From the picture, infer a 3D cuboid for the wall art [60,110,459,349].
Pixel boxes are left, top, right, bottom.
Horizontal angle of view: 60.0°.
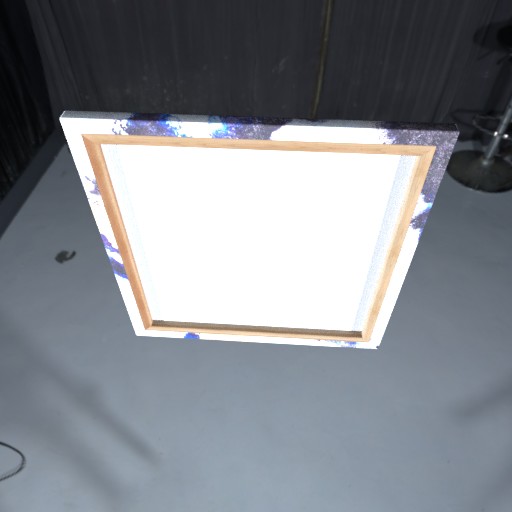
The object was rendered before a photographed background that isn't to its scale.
[{"bbox_3d":[0.000,0.000,1.313,0.887,0.885,0.038,3,47,3],"label":"wall art"}]
